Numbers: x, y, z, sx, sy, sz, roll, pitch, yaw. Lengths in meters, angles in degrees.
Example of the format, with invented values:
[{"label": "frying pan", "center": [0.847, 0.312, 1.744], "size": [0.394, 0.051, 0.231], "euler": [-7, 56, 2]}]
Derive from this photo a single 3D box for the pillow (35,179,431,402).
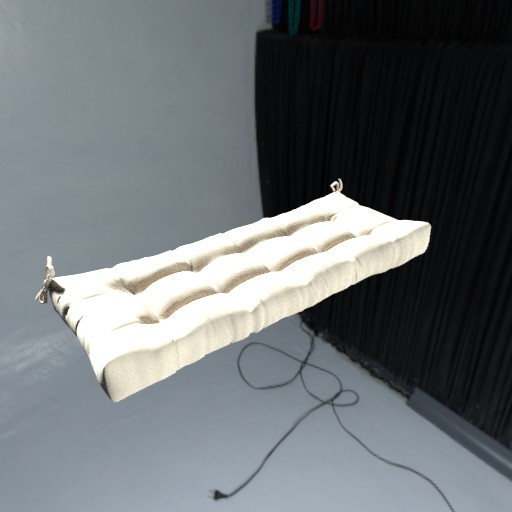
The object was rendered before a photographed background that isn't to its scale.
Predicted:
[{"label": "pillow", "center": [0.000, 0.000, 1.362], "size": [1.194, 0.174, 0.511], "euler": [-20, 35, -32]}]
